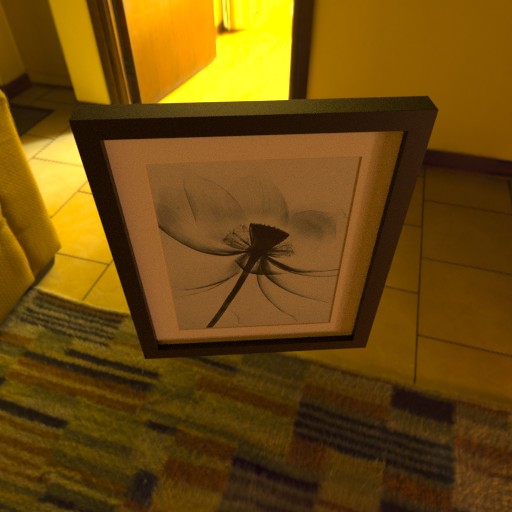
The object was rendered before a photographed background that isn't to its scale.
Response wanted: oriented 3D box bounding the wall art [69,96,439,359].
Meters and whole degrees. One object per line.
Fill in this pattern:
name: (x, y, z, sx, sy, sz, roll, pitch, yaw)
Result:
wall art: (0.000, 0.000, 0.539, 0.330, 0.381, 0.029, -2, 45, -2)
